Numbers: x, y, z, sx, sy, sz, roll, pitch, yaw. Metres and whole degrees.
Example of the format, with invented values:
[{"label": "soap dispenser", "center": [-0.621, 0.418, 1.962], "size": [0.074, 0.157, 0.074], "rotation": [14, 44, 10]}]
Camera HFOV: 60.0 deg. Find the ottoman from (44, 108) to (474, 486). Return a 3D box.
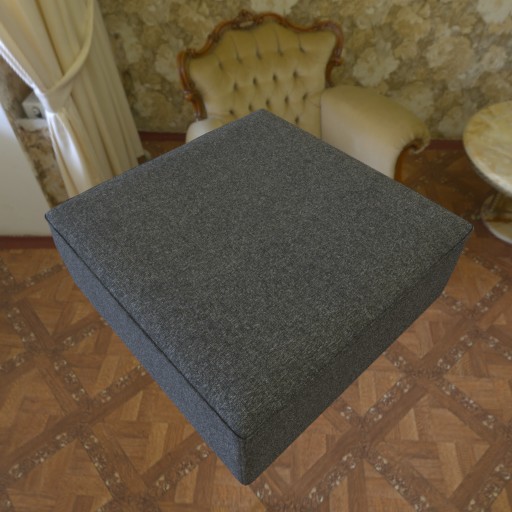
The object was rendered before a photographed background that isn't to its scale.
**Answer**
[{"label": "ottoman", "center": [0.000, 0.000, 1.552], "size": [1.017, 0.423, 1.021], "rotation": [-34, 56, -27]}]
